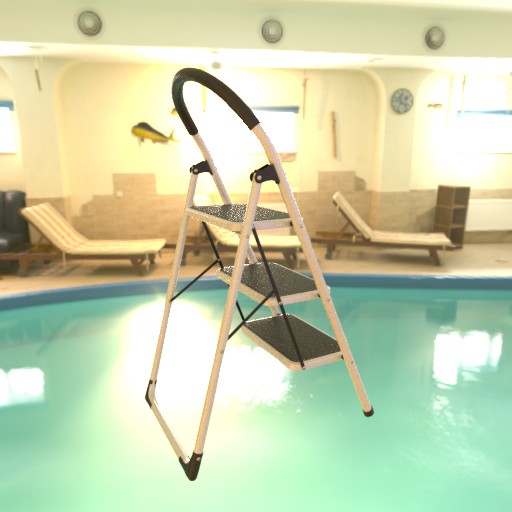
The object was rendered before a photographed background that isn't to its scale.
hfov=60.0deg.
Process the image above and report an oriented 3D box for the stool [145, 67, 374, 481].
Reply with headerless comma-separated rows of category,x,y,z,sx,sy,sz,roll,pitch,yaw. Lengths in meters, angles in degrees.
stool,0.000,0.000,1.448,0.676,1.109,0.485,-7,15,-27
